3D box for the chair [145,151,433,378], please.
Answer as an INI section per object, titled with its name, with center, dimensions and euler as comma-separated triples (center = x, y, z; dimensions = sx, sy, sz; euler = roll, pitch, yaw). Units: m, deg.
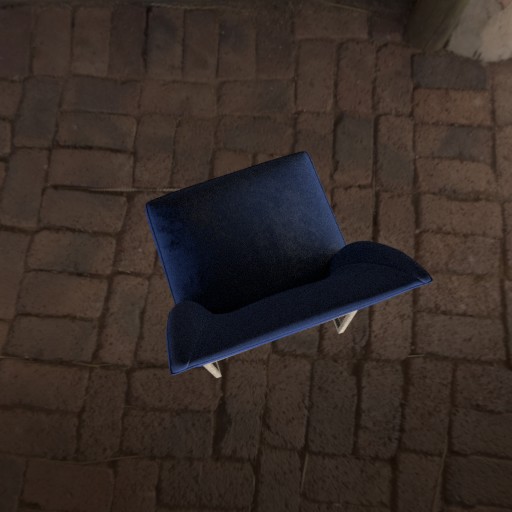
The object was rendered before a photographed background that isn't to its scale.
[chair]
center = 0.000, 0.000, 1.203
dimensions = 0.508, 0.863, 0.522
euler = -19, 76, -5
